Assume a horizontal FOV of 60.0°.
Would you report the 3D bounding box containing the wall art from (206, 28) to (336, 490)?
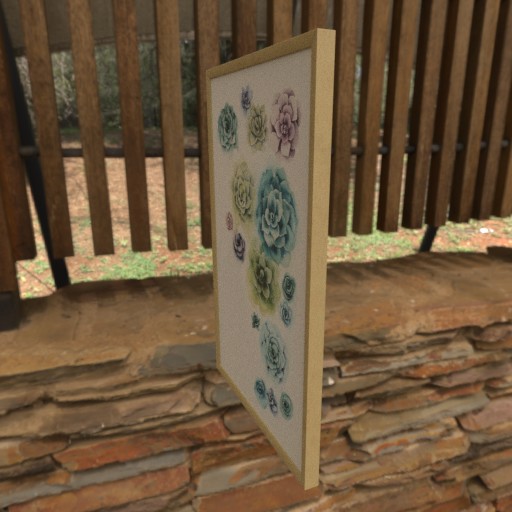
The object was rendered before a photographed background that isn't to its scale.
[{"bbox_3d":[0.000,0.000,0.973,0.039,0.810,0.510,-7,17,-23],"label":"wall art"}]
